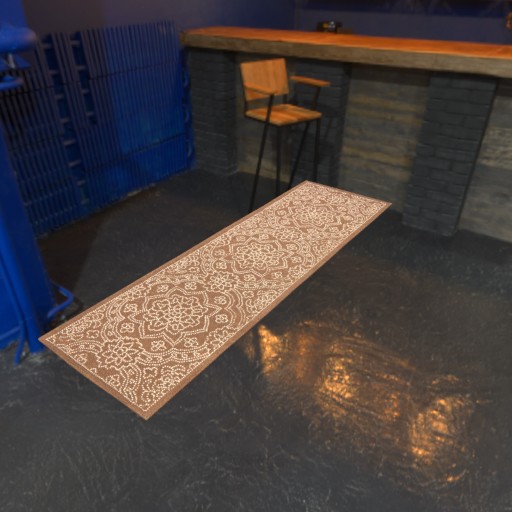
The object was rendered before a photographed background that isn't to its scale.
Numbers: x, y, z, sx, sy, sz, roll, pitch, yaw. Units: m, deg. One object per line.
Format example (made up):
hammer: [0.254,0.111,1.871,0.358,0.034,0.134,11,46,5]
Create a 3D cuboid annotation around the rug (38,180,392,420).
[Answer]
rug: [0.000,0.000,2.736,0.769,0.012,2.448,22,38,31]
